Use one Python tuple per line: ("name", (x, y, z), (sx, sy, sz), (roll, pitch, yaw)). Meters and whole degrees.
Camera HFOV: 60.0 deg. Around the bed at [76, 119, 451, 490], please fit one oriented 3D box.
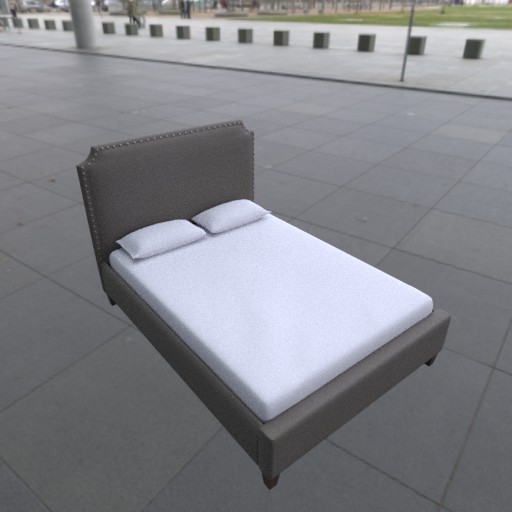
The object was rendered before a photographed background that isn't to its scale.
("bed", (0.000, 0.000, 3.367), (1.712, 1.443, 2.372), (-22, 36, -33))
